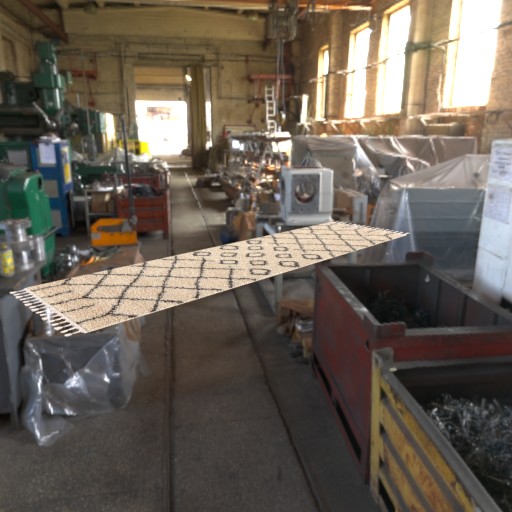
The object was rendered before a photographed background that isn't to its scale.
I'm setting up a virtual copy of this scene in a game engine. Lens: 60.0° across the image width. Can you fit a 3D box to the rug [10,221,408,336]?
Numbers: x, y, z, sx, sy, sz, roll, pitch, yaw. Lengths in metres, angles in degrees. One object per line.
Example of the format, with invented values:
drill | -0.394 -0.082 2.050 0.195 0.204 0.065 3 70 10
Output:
rug | 0.000 0.000 2.592 2.464 0.005 0.660 -14 21 -42
